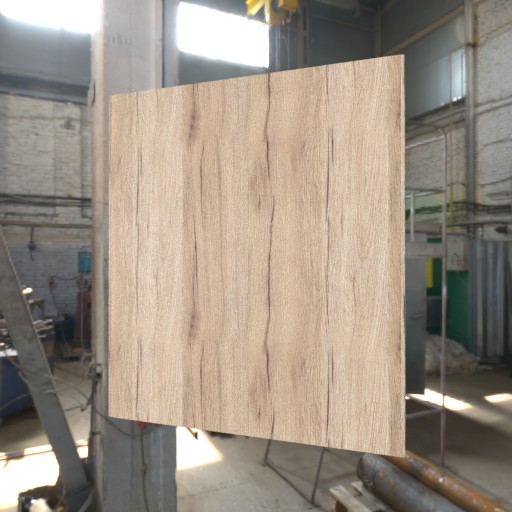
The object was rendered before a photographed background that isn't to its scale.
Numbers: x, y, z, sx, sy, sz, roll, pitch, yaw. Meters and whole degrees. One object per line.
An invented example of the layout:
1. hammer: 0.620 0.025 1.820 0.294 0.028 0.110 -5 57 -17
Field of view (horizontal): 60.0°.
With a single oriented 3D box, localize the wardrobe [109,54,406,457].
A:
1. wardrobe: 0.000 0.000 2.838 1.810 2.070 0.580 0 0 19
